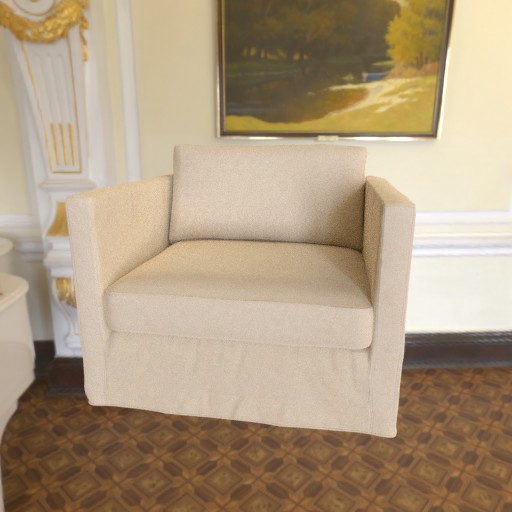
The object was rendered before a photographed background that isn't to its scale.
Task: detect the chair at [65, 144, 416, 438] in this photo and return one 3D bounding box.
[{"bbox_3d":[0.000,0.000,1.751,1.057,0.851,0.947,3,15,10],"label":"chair"}]
